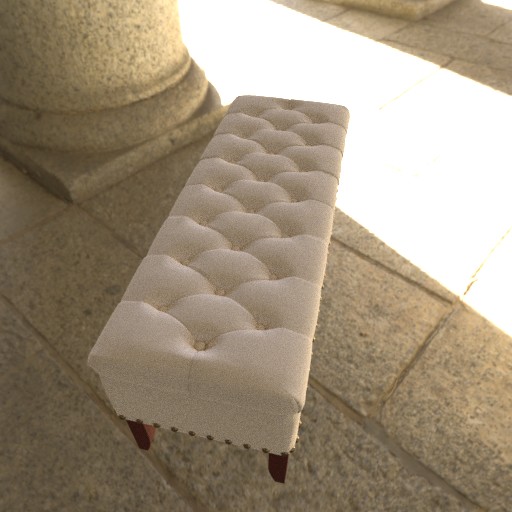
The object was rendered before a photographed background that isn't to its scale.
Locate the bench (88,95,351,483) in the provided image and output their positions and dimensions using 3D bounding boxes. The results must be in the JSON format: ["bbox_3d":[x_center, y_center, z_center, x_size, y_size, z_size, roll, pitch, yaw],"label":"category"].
[{"bbox_3d":[0.000,0.000,1.258,0.400,0.470,1.054,9,46,9],"label":"bench"}]
